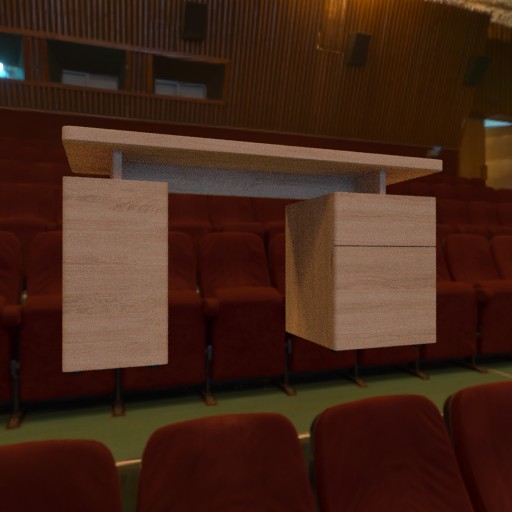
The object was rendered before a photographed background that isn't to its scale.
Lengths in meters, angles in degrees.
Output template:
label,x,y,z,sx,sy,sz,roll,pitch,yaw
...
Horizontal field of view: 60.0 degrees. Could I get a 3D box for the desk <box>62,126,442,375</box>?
label,x,y,z,sx,sy,sz,roll,pitch,yaw
desk,0.000,0.000,1.784,1.400,0.760,0.550,0,0,-20
